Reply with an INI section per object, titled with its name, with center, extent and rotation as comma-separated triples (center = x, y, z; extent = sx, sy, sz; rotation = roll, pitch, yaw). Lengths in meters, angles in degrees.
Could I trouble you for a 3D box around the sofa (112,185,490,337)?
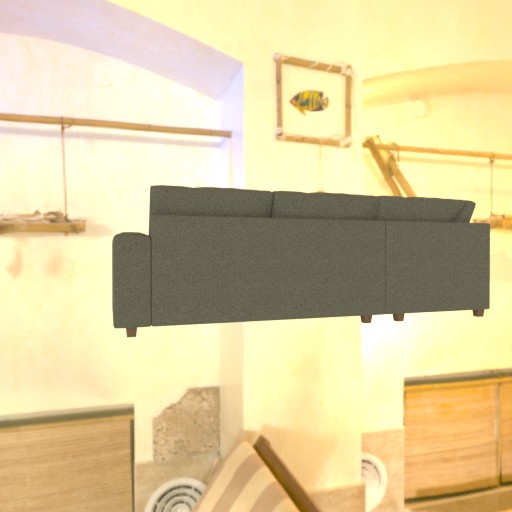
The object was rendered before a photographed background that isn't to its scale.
[sofa]
center = 0.000, 0.000, 4.669
extent = 2.895, 0.965, 3.277
rotation = 0, 1, -18
